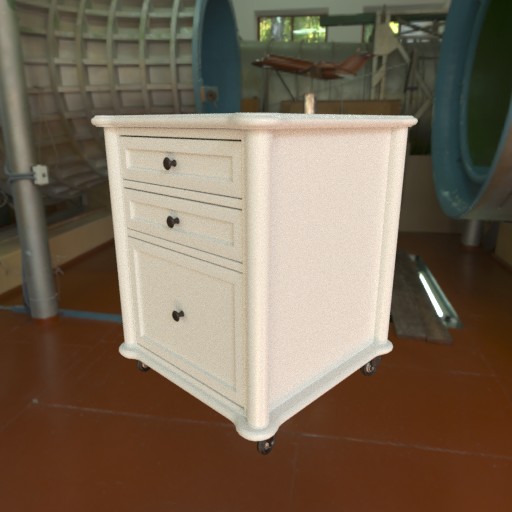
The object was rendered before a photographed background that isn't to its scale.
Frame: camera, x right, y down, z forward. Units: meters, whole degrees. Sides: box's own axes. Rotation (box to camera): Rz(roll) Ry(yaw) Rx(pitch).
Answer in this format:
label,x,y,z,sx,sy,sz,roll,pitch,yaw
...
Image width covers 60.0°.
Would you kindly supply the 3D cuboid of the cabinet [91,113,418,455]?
label,x,y,z,sx,sy,sz,roll,pitch,yaw
cabinet,0.000,0.000,1.260,0.628,0.761,0.627,16,23,42
